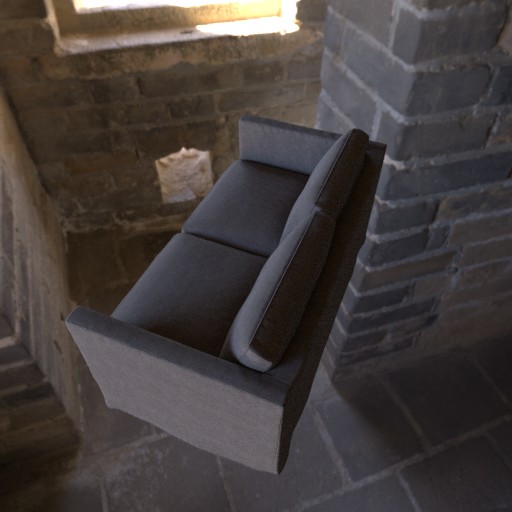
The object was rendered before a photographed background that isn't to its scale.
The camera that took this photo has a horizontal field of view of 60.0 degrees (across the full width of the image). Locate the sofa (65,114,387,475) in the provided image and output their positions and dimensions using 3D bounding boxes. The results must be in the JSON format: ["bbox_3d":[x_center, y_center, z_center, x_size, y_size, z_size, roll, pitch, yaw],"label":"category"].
[{"bbox_3d":[0.000,0.000,2.396,0.974,0.854,1.802,17,49,16],"label":"sofa"}]
